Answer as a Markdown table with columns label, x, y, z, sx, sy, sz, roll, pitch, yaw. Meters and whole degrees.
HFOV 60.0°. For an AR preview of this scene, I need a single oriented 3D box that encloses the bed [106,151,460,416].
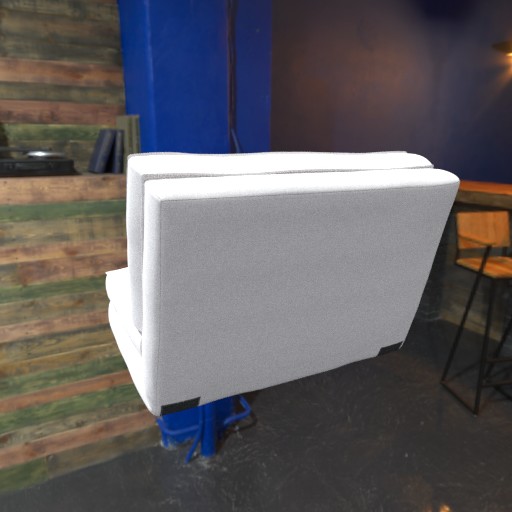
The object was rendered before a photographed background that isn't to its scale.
| label | x | y | z | sx | sy | sz | roll | pitch | yaw |
| --- | --- | --- | --- | --- | --- | --- | --- | --- | --- |
| bed | 0.000 | 0.000 | 1.310 | 0.799 | 0.614 | 0.749 | -7 | 16 | -26 |
